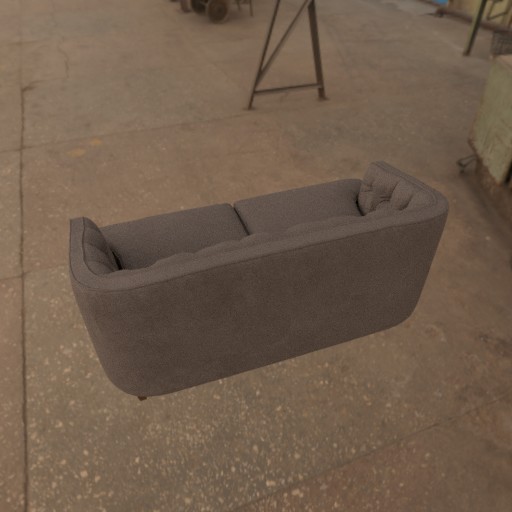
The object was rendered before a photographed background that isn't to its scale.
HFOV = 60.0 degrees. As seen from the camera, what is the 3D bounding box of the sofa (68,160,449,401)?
[{"bbox_3d":[0.000,0.000,2.316,1.733,0.855,0.941,-13,43,-14],"label":"sofa"}]
